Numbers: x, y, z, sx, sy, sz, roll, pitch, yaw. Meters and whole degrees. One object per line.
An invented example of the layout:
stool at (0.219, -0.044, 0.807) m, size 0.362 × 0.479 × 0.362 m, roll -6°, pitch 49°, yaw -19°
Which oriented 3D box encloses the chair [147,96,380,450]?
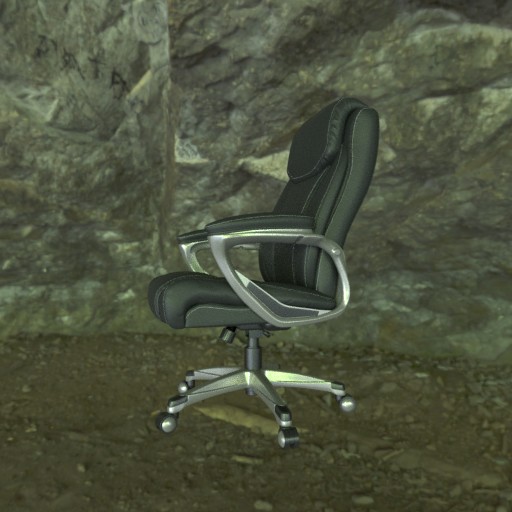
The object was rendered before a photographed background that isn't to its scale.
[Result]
chair at (0.000, 0.000, 1.667) m, size 0.784 × 1.167 × 0.741 m, roll 0°, pitch -1°, yaw -18°
